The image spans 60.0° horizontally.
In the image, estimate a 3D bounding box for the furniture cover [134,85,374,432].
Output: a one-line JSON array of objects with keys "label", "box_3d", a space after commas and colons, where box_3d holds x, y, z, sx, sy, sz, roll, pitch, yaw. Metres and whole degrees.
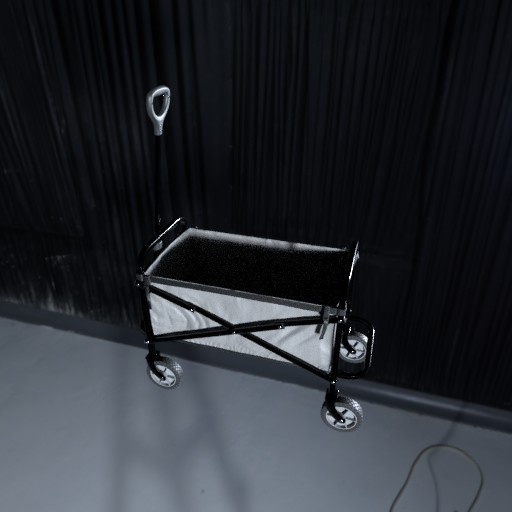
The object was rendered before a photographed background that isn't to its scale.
[{"label": "furniture cover", "box_3d": [0.000, 0.000, 1.836, 1.038, 1.295, 0.532, 9, 31, 15]}]
